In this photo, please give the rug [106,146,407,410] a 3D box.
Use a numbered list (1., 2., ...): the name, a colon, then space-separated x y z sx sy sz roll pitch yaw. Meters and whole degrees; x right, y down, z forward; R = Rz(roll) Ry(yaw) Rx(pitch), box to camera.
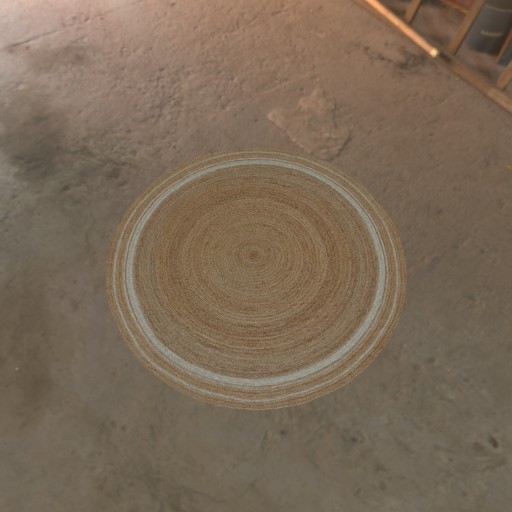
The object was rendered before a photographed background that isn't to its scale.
1. rug: 0.000 0.000 3.656 2.444 0.015 2.444 0 59 0
